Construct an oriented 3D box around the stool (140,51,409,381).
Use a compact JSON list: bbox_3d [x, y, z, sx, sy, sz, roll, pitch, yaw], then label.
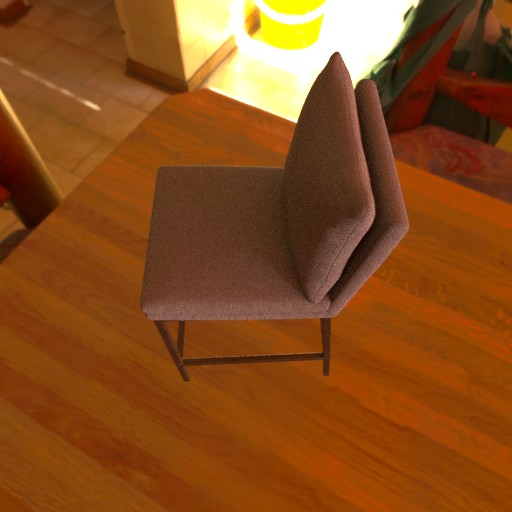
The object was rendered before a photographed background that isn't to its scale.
[{"bbox_3d":[0.000,0.000,1.302,0.569,1.031,0.463,-1,59,0],"label":"stool"}]
